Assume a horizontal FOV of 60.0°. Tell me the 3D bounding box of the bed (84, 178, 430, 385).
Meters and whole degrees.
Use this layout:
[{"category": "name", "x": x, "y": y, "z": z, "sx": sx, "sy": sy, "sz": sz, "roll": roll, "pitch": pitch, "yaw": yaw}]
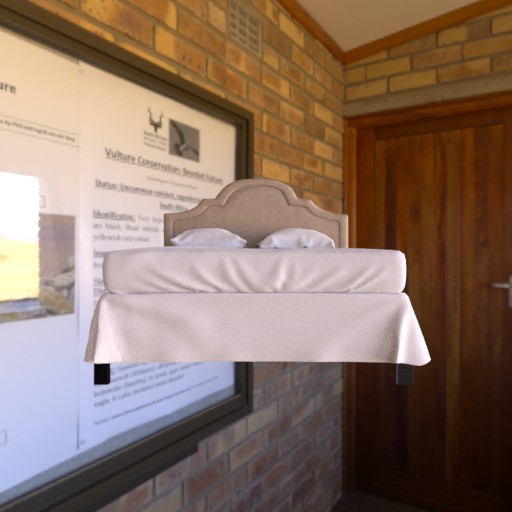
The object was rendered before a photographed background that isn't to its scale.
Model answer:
[{"category": "bed", "x": 0.000, "y": 0.000, "z": 3.818, "sx": 2.303, "sy": 1.631, "sz": 2.222, "roll": 0, "pitch": 1, "yaw": 0}]
